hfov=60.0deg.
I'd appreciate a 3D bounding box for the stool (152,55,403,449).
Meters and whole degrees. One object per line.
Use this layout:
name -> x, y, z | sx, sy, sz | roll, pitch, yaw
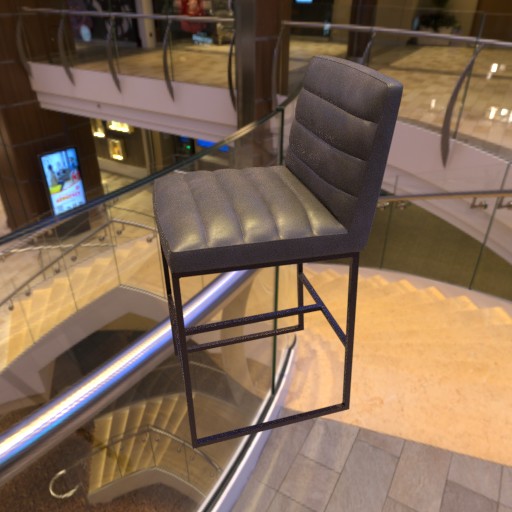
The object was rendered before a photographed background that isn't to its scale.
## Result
stool -> 0.000, 0.000, 1.343 | 0.562, 1.065, 0.463 | -9, 33, -14
